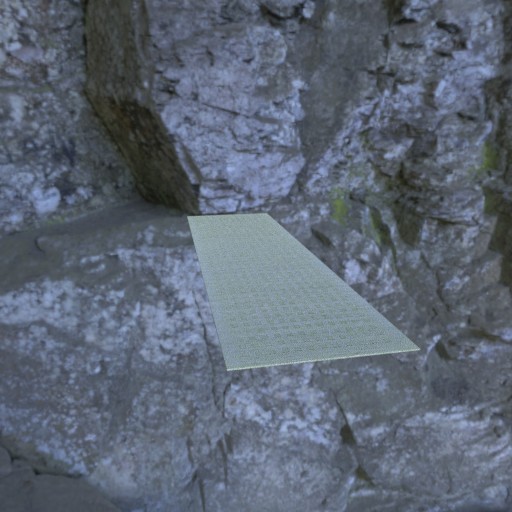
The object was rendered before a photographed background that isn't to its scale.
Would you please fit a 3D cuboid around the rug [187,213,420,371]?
[{"bbox_3d":[0.000,0.000,2.639,0.686,0.006,2.437,-3,17,-11],"label":"rug"}]
